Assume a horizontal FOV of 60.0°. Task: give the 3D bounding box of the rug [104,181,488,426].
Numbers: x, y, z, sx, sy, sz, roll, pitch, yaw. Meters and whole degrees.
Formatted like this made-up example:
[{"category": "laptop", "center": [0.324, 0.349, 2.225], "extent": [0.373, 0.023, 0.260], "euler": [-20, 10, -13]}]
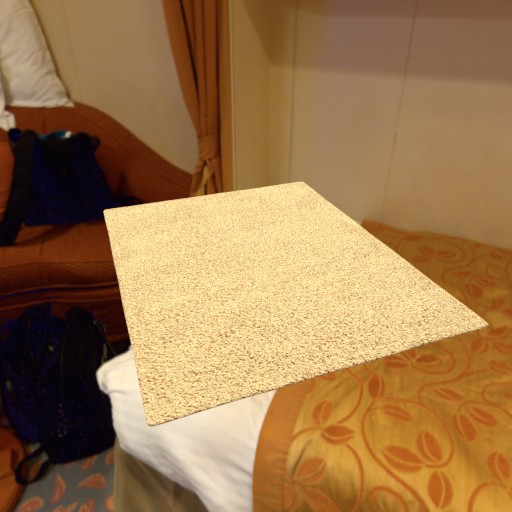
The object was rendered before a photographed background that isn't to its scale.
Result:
[{"category": "rug", "center": [0.000, 0.000, 4.034], "extent": [2.438, 0.029, 3.047], "euler": [-11, 32, -18]}]
